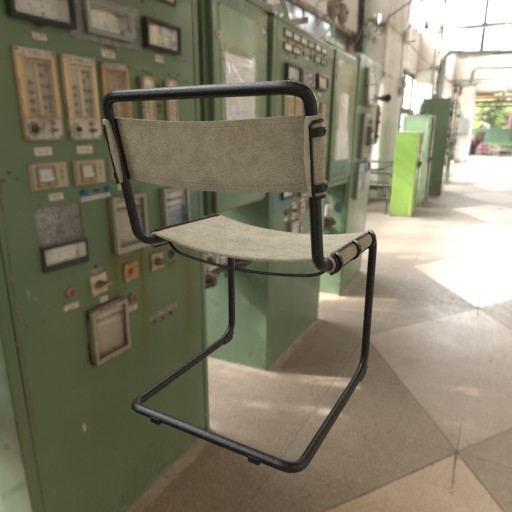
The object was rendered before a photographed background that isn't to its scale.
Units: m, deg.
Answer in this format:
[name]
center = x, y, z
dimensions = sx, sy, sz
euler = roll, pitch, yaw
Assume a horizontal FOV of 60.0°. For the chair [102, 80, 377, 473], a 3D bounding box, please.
[chair]
center = 0.000, 0.000, 1.089
dimensions = 0.499, 0.747, 0.497
euler = 9, 18, 28
